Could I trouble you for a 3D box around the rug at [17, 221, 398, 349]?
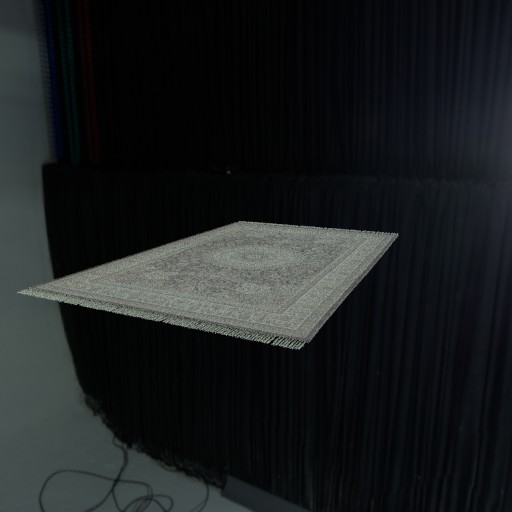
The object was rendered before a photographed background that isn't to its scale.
[{"bbox_3d":[0.000,0.000,2.986,1.528,0.010,2.440,6,15,25],"label":"rug"}]
